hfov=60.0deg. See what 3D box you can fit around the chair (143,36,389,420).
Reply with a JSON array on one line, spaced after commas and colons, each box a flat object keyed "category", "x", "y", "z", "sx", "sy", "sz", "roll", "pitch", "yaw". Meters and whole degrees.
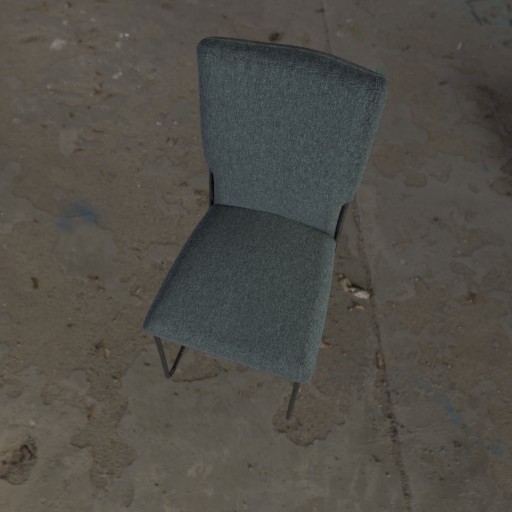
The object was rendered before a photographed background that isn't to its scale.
[{"category": "chair", "x": 0.000, "y": 0.000, "z": 1.261, "sx": 0.480, "sy": 0.931, "sz": 0.635, "roll": 16, "pitch": 61, "yaw": 9}]
